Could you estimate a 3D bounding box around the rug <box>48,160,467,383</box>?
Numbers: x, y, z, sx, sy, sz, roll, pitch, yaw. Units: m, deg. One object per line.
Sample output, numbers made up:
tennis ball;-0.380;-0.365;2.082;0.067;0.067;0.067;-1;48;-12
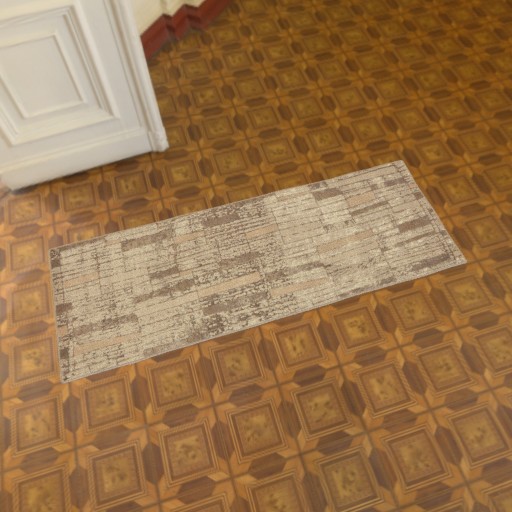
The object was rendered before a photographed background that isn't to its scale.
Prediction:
rug;0.000;0.000;2.669;2.383;0.018;0.857;-15;61;-9
